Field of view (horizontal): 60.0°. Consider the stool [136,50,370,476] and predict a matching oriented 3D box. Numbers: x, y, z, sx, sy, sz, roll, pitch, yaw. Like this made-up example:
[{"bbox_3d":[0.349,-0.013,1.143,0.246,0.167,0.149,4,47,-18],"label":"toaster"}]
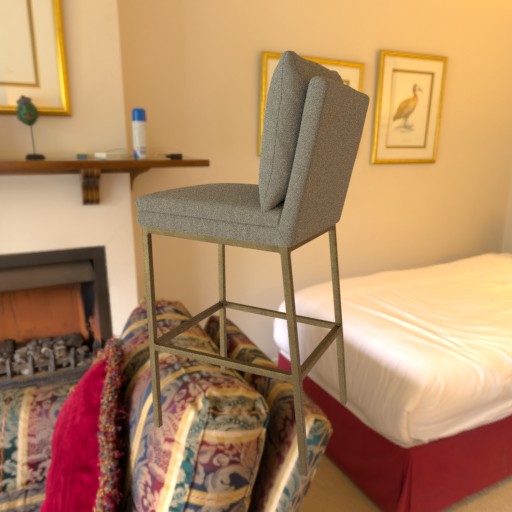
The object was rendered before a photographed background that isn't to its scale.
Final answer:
[{"bbox_3d":[0.000,0.000,1.413,0.569,1.132,0.463,7,16,26],"label":"stool"}]
